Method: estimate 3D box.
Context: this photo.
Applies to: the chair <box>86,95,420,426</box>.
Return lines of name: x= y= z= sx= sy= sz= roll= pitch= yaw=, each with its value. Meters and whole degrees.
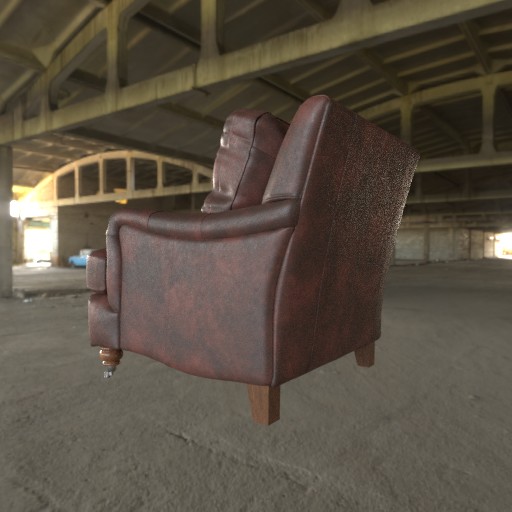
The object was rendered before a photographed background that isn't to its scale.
chair: x=0.000 y=0.000 z=1.929 sx=1.156 sy=1.051 sz=0.987 roll=1 pitch=2 yaw=36
